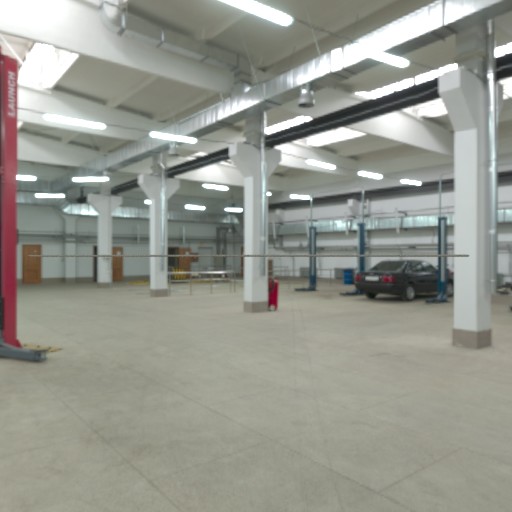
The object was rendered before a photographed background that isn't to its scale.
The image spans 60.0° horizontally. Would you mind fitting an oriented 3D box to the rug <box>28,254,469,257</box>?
[{"bbox_3d":[0.000,0.000,3.056,2.438,0.011,1.524,0,0,16],"label":"rug"}]
